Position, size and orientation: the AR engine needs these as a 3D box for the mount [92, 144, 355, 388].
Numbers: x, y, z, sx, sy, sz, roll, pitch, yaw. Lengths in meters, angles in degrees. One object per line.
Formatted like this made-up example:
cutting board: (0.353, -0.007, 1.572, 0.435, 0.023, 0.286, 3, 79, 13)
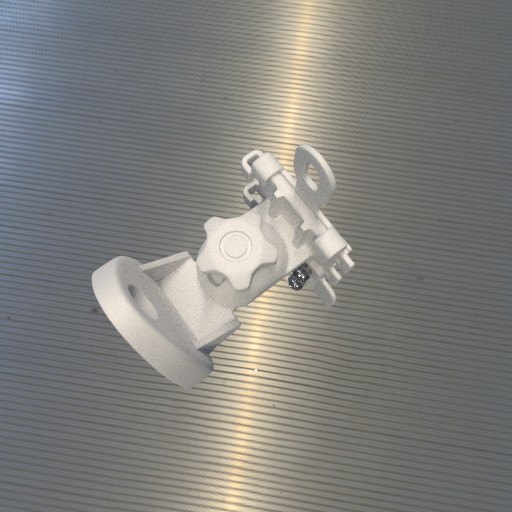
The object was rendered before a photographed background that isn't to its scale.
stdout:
mount: (0.000, 0.000, 0.177, 0.100, 0.118, 0.066, -36, 78, -9)
